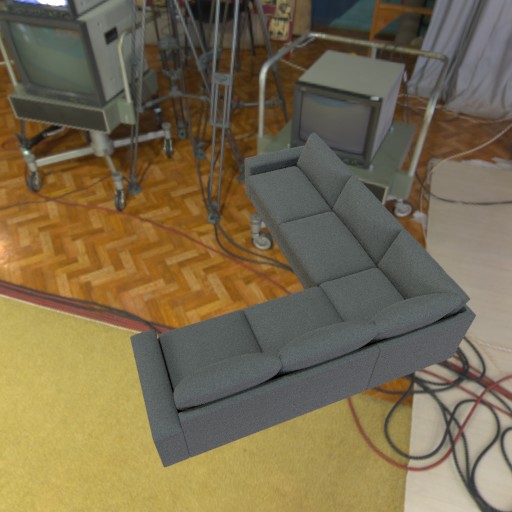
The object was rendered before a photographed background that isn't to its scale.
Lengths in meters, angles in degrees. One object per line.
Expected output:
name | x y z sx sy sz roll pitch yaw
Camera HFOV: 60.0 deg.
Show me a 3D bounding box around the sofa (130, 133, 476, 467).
sofa | 0.000 0.000 4.796 2.895 0.965 3.277 -15 47 -15
